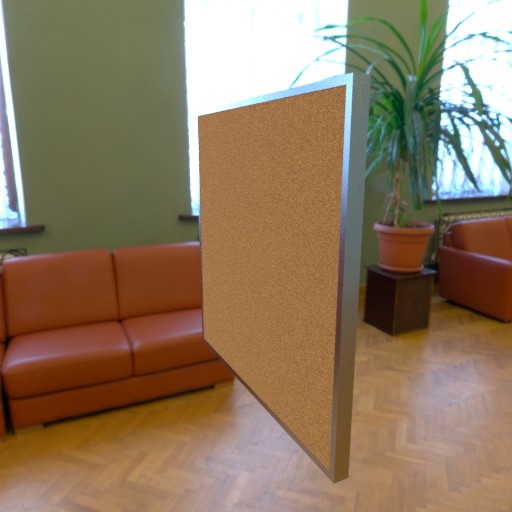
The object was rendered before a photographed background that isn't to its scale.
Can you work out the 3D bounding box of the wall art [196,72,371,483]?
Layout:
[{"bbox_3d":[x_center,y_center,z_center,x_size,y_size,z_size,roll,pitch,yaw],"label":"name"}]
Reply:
[{"bbox_3d":[0.000,0.000,1.196,0.038,0.806,0.806,-7,15,-26],"label":"wall art"}]
